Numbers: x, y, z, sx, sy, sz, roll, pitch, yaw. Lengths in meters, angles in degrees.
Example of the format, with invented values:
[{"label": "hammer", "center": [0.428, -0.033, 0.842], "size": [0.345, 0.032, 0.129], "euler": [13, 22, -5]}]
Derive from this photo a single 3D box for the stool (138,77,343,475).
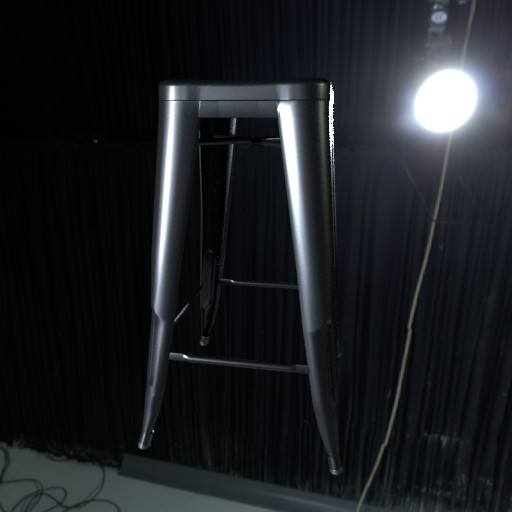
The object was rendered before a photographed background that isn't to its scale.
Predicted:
[{"label": "stool", "center": [0.000, 0.000, 0.842], "size": [0.359, 0.609, 0.399], "euler": [3, 18, 9]}]
